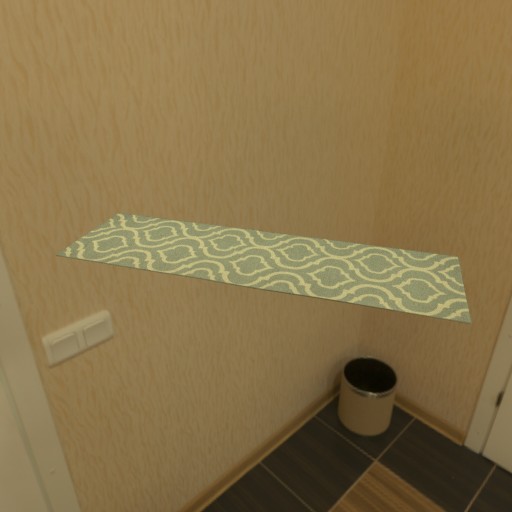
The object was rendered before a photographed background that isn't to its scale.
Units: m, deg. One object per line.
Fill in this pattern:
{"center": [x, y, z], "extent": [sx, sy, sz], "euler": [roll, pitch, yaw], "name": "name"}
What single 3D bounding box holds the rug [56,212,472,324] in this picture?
{"center": [0.000, 0.000, 2.609], "extent": [2.275, 0.009, 0.684], "euler": [8, 29, 15], "name": "rug"}
